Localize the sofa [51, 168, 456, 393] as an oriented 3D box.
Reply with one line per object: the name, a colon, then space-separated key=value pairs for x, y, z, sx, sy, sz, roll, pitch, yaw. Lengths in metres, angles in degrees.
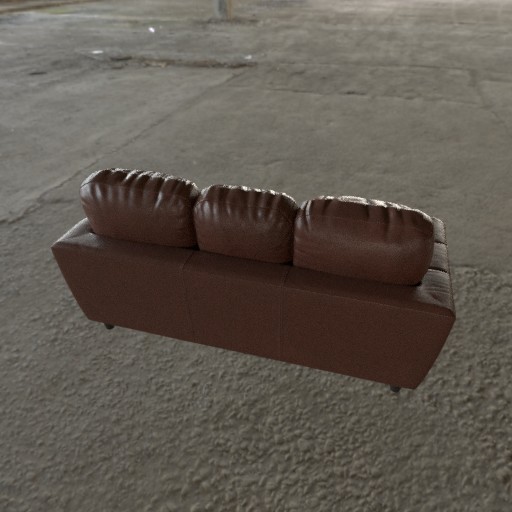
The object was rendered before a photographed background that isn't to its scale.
sofa: x=0.000 y=0.000 z=2.315 sx=1.862 sy=0.915 sz=0.802 roll=9 pitch=35 yaw=14
